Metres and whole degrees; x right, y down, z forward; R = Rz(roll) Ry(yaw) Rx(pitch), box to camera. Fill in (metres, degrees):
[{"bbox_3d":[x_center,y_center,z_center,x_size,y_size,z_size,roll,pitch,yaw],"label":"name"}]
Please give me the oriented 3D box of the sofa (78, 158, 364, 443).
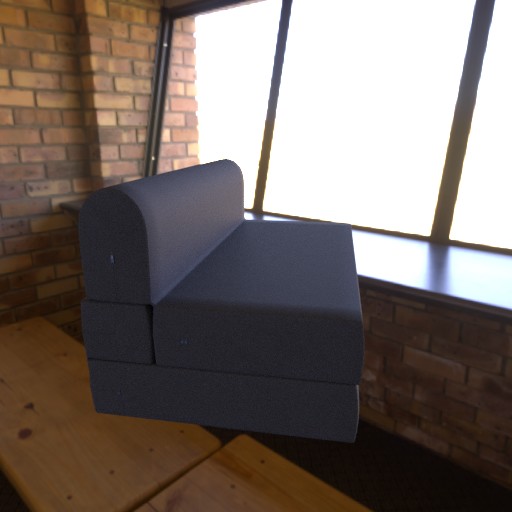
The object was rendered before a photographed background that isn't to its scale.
[{"bbox_3d":[0.000,0.000,1.705,0.762,0.660,1.219,3,16,10],"label":"sofa"}]
